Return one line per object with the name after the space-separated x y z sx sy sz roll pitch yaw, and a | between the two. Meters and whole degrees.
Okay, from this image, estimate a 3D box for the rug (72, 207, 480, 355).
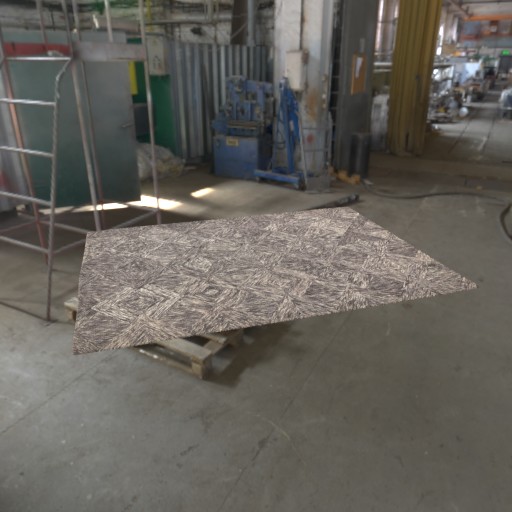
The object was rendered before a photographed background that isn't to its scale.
0.000 0.000 5.463 4.093 0.020 2.997 -7 25 -15 | rug
